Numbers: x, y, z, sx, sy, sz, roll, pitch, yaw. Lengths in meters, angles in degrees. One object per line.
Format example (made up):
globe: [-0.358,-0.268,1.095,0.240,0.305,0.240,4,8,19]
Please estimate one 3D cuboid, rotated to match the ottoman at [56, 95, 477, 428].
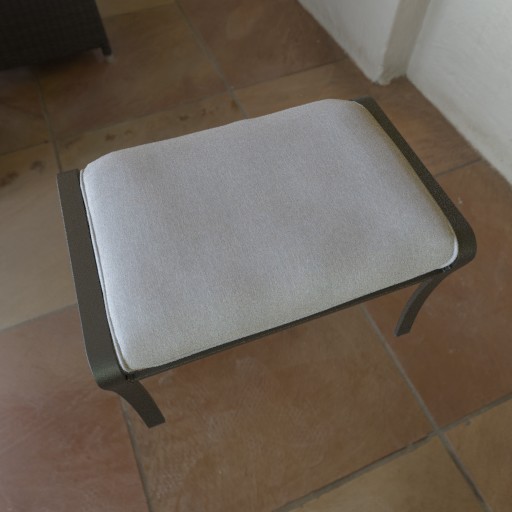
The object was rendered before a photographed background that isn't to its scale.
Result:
ottoman: [0.000,0.000,0.879,0.610,0.422,0.406,-17,60,-10]
